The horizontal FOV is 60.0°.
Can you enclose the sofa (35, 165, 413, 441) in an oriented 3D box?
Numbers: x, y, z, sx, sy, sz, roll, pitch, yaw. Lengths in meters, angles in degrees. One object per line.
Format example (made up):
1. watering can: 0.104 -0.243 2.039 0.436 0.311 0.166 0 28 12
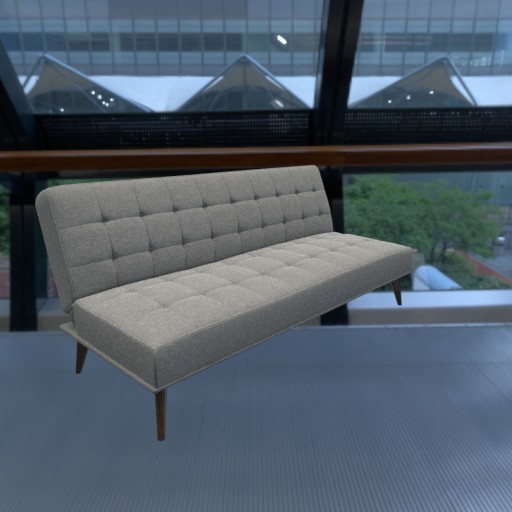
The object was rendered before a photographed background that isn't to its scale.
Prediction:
1. sofa: 0.000 0.000 2.264 0.860 0.810 1.800 14 21 42
